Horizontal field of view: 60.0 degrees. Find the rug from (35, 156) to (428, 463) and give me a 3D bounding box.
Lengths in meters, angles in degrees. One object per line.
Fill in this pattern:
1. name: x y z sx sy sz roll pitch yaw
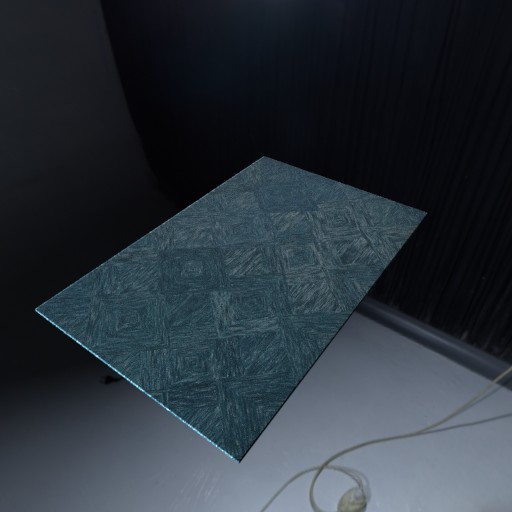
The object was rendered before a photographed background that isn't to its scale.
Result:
1. rug: 0.000 0.000 2.916 1.490 0.015 2.277 25 47 27
